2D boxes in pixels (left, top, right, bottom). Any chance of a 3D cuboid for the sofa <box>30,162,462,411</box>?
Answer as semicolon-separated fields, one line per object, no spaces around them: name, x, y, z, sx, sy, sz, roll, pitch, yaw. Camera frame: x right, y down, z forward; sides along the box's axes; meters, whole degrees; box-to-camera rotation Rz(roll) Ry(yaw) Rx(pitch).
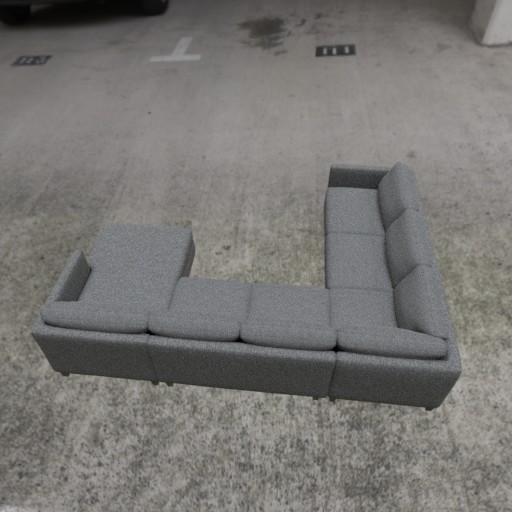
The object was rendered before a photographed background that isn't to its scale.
sofa;0.000;0.000;4.299;3.238;0.853;2.551;4;46;4
